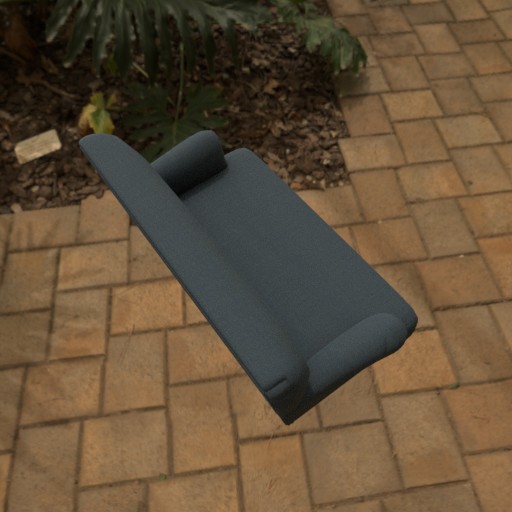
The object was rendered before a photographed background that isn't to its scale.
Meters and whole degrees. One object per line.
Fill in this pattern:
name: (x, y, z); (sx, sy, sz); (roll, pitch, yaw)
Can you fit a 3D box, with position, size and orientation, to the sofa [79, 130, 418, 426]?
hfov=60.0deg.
sofa: (0.000, 0.000, 1.847); (0.779, 0.889, 1.297); (-32, 63, -18)
